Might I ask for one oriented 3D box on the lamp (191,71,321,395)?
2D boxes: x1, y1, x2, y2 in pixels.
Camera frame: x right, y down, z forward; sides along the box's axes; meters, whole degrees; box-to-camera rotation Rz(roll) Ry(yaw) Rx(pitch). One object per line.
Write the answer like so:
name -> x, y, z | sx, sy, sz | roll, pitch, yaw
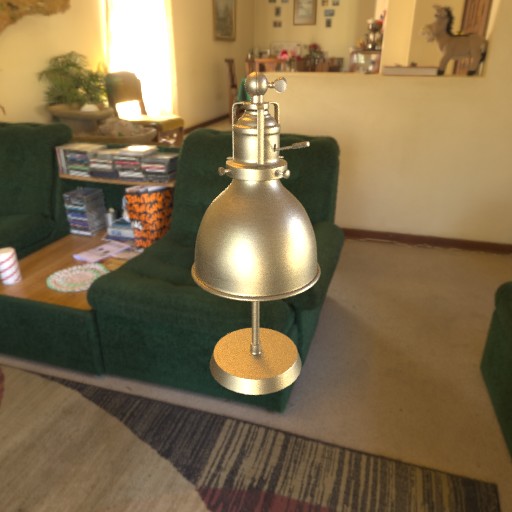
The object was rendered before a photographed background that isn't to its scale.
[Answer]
lamp -> 0.000, 0.000, 0.587 | 0.153, 0.456, 0.286 | 0, 25, 0
